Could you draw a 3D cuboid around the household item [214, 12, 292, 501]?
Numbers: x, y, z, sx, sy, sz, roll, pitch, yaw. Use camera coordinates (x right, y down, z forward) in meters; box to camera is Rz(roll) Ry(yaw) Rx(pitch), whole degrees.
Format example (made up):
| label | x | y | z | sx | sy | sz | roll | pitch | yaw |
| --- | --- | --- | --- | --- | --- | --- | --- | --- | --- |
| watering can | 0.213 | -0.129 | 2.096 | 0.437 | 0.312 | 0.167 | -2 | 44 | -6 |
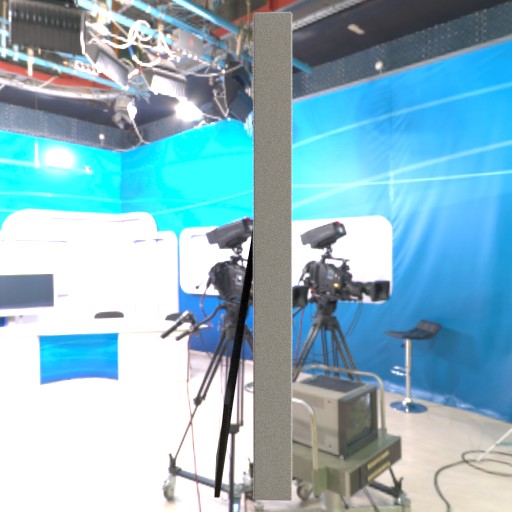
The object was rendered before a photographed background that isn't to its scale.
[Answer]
| label | x | y | z | sx | sy | sz | roll | pitch | yaw |
| --- | --- | --- | --- | --- | --- | --- | --- | --- | --- |
| household item | 0.000 | 0.000 | 0.327 | 0.045 | 0.250 | 0.200 | 0 | 0 | 2 |
